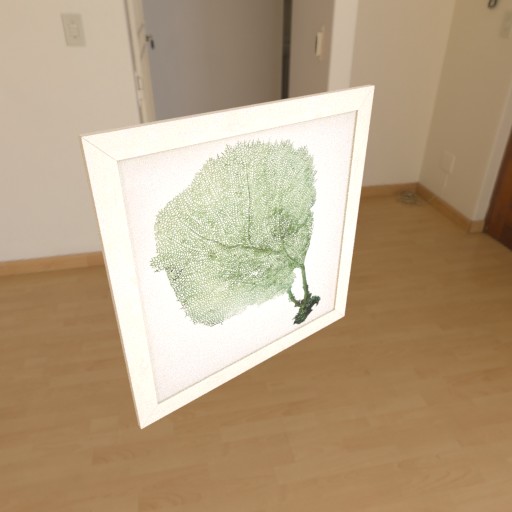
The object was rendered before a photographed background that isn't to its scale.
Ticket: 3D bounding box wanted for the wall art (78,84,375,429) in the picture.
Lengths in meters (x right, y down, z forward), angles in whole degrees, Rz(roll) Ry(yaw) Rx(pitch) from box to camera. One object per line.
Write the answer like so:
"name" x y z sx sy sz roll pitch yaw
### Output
"wall art" 0.000 0.000 0.888 0.584 0.584 0.013 -22 37 -31
